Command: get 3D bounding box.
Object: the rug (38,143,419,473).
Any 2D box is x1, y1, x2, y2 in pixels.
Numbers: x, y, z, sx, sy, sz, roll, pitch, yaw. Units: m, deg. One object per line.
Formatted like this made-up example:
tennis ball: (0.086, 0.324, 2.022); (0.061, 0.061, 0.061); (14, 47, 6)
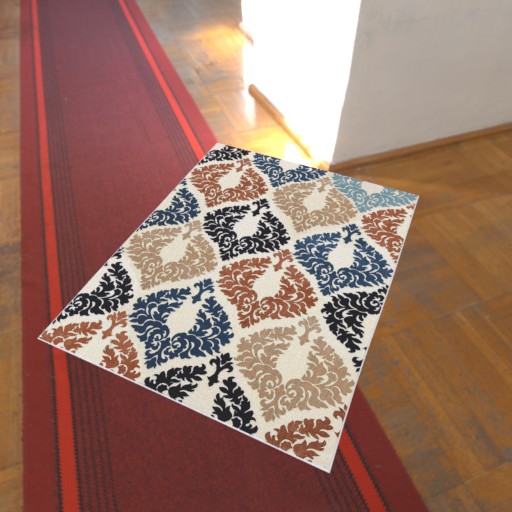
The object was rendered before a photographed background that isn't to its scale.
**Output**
rug: (0.000, 0.000, 4.096); (2.423, 0.014, 3.040); (18, 50, 16)
